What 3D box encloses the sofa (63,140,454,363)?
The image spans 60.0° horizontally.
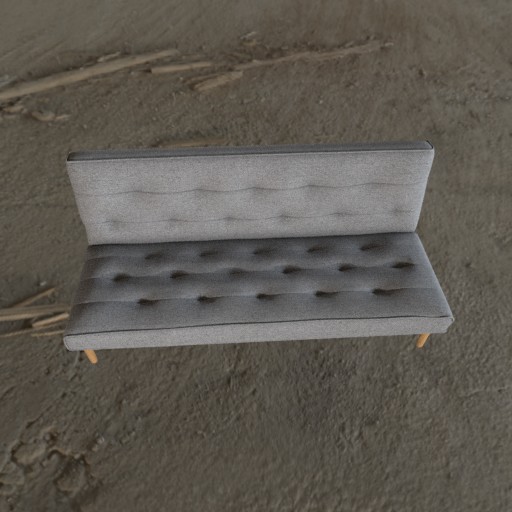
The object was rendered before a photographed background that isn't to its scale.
[{"bbox_3d":[0.000,0.000,2.242,1.820,0.830,0.810,-2,47,-2],"label":"sofa"}]
